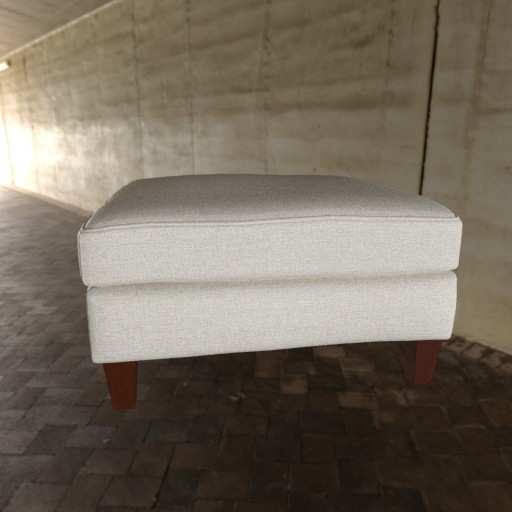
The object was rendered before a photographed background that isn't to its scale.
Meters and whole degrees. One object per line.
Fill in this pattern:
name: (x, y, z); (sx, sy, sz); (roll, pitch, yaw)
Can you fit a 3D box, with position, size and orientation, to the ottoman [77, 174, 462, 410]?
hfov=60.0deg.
ottoman: (0.000, 0.000, 1.343); (0.838, 0.478, 0.838); (-2, 16, -8)
